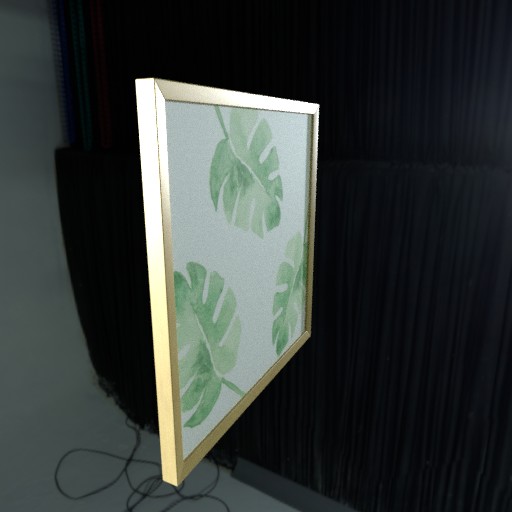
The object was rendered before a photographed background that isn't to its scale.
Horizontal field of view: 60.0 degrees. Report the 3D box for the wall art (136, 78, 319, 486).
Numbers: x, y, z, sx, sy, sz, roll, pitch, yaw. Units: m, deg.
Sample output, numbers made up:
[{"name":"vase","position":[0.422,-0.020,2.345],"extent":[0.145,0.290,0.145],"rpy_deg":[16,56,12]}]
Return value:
[{"name":"wall art","position":[0.000,0.000,1.118],"extent":[0.037,0.763,0.763],"rpy_deg":[8,17,26]}]
